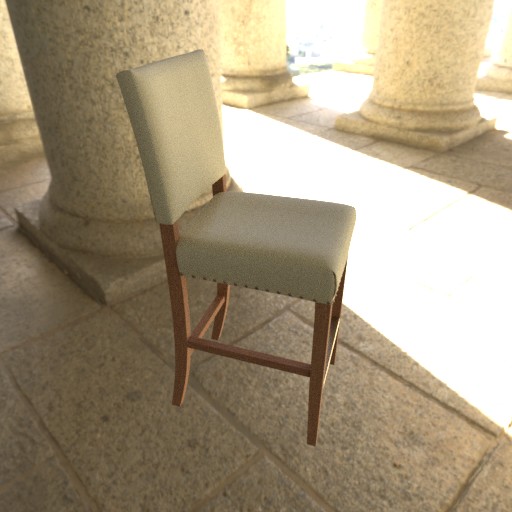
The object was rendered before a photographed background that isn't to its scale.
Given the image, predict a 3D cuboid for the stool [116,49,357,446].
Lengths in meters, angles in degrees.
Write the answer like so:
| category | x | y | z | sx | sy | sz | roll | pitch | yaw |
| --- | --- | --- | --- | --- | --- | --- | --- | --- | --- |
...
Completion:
| category | x | y | z | sx | sy | sz | roll | pitch | yaw |
| --- | --- | --- | --- | --- | --- | --- | --- | --- | --- |
| stool | 0.000 | 0.000 | 1.446 | 0.584 | 1.168 | 0.445 | 9 | 33 | 15 |
